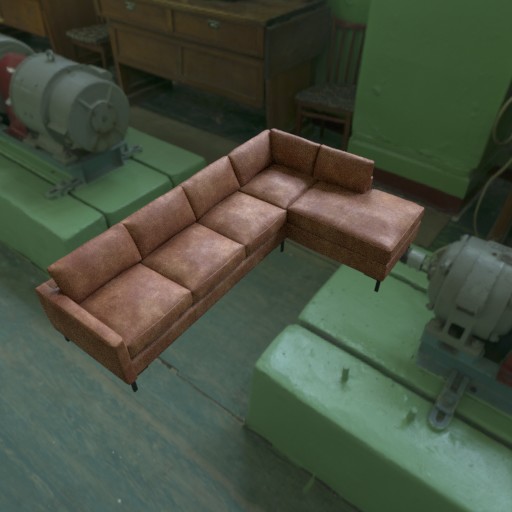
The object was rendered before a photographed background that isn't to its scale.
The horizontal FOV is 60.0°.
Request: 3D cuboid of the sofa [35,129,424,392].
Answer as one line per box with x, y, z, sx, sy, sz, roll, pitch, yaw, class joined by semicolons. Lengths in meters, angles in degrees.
0.000;0.000;3.897;1.938;0.877;2.984;26;48;26;sofa
